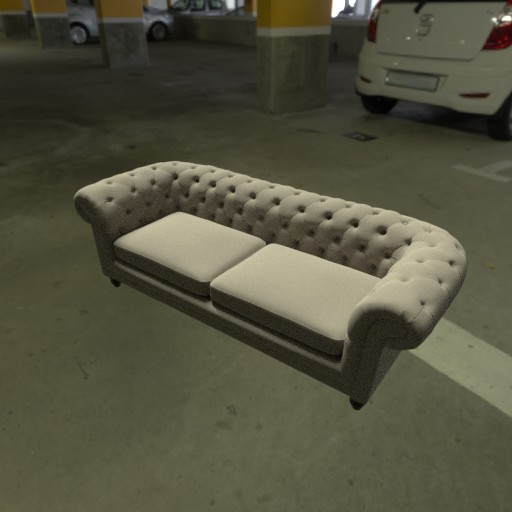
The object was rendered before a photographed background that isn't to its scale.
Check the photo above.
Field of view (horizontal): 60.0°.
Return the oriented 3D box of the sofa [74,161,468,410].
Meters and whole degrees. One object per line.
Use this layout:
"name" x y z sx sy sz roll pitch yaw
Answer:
"sofa" 0.000 0.000 2.846 2.411 0.749 0.991 20 35 31
